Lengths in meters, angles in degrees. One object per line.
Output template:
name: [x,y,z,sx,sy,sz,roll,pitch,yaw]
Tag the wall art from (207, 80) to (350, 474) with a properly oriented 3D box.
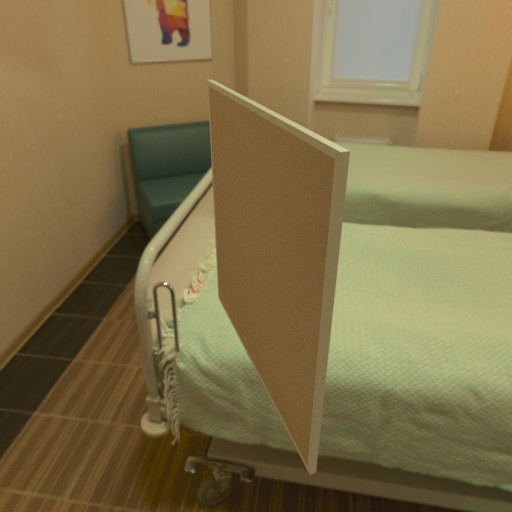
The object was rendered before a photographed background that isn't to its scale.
wall art: [0.000,0.000,0.845,0.012,0.557,0.557,-10,31,-18]
